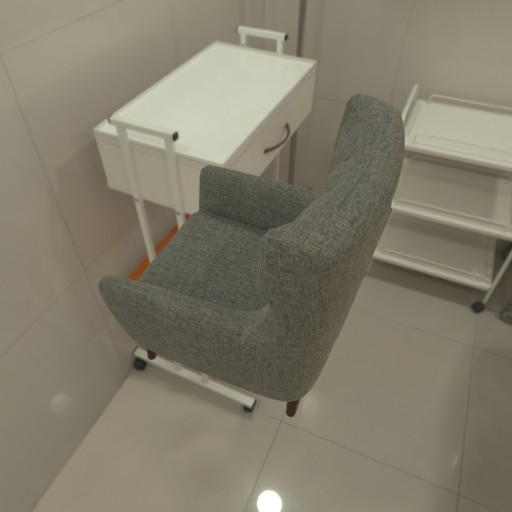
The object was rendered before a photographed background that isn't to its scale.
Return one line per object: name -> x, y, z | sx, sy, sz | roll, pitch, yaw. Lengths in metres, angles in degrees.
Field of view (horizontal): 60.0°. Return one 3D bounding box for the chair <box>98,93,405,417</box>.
chair -> 0.000, 0.000, 1.742 | 0.904, 1.063, 0.878 | 17, 47, 16
